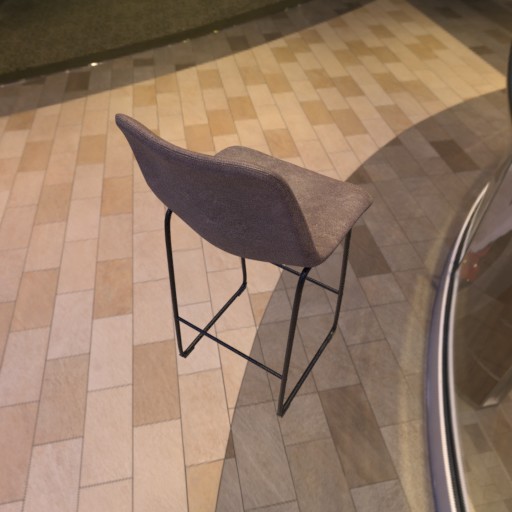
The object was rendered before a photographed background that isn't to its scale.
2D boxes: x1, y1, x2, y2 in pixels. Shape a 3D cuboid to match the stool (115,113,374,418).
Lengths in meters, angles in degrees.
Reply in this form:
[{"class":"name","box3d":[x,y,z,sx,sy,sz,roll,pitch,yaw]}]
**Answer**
[{"class":"stool","box3d":[0.000,0.000,1.372,0.514,1.082,0.561,25,51,22]}]
